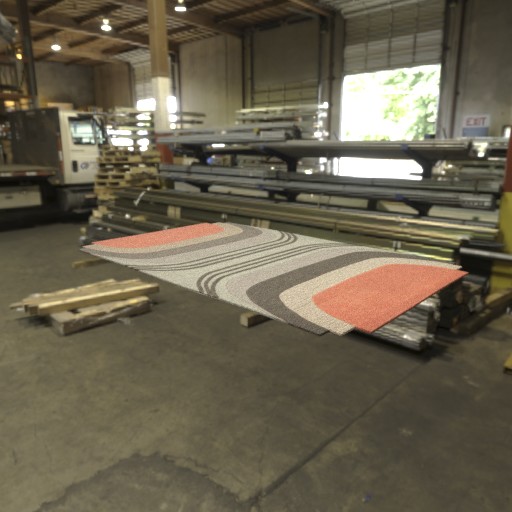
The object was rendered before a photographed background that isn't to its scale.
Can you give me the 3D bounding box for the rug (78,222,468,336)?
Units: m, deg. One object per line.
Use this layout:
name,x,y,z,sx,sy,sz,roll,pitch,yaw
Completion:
rug,0.000,0.000,3.085,2.446,0.017,1.530,13,20,42
